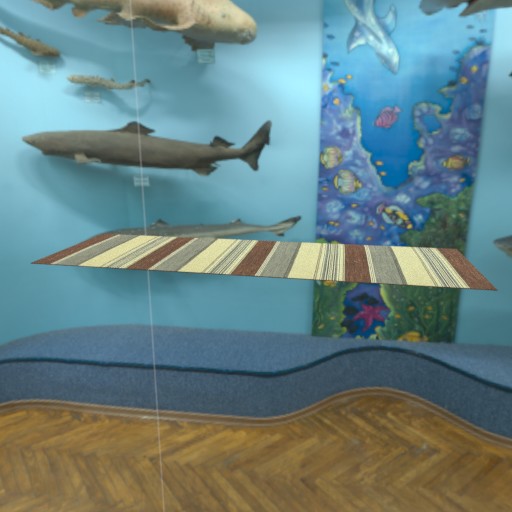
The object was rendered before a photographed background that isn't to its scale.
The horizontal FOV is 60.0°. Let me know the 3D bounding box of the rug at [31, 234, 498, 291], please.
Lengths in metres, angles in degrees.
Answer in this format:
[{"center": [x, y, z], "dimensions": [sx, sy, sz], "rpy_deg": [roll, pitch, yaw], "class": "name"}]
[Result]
[{"center": [0.000, 0.000, 2.655], "dimensions": [2.437, 0.006, 0.792], "rpy_deg": [3, 15, 10], "class": "rug"}]
